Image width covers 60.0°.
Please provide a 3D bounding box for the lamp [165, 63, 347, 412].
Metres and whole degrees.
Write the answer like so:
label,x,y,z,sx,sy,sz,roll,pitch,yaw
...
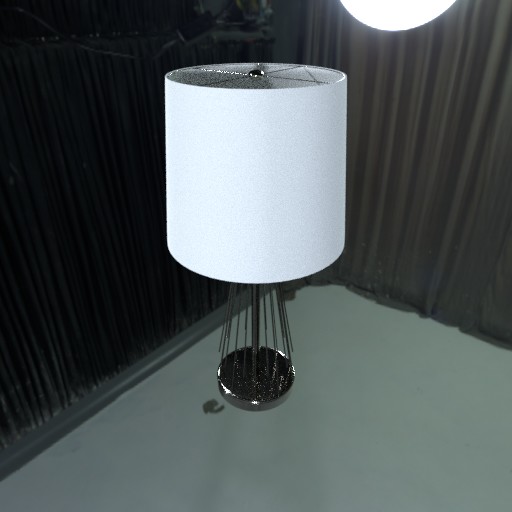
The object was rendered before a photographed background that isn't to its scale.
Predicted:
label,x,y,z,sx,sy,sz,roll,pitch,yaw
lamp,0.000,0.000,0.791,0.303,0.618,0.303,0,30,0
